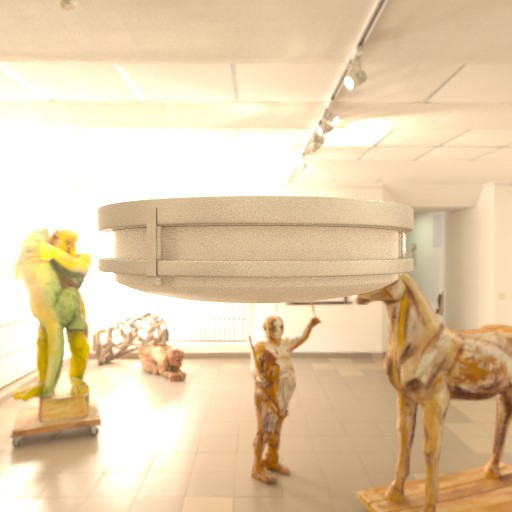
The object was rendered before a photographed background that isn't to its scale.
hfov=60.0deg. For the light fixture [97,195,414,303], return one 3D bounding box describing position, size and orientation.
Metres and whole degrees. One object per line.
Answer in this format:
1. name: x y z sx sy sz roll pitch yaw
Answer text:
1. light fixture: 0.000 0.000 0.527 0.356 0.102 0.356 0 1 0
